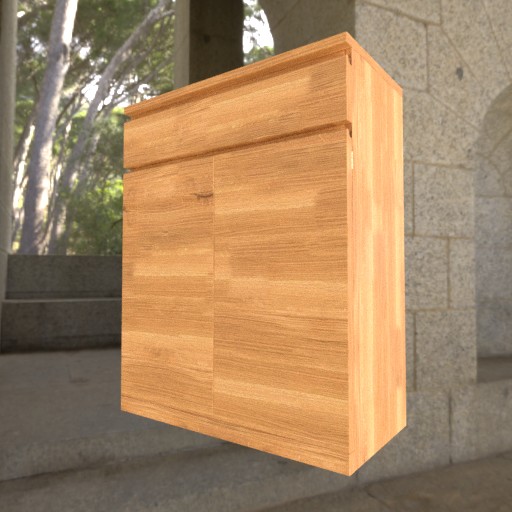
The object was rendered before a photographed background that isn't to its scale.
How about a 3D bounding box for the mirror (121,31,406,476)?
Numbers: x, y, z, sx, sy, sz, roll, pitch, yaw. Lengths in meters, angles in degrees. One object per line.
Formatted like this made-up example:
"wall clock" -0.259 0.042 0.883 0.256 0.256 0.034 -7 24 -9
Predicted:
"mirror" 0.000 0.000 1.390 0.800 1.000 0.400 -1 -2 36
